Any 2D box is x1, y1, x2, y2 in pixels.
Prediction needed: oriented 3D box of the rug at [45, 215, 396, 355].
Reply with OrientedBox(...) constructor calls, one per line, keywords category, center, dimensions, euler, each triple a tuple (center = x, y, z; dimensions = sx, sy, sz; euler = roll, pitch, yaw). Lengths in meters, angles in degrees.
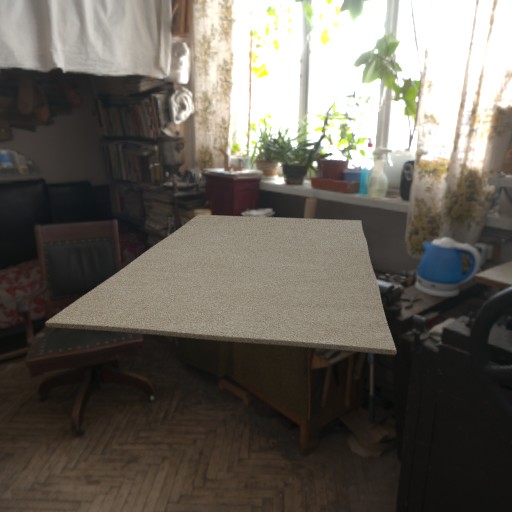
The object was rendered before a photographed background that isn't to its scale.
OrientedBox(category="rug", center=(0.000, 0.000, 2.948), dimensions=(1.500, 0.025, 2.346), euler=(3, 17, 9))
